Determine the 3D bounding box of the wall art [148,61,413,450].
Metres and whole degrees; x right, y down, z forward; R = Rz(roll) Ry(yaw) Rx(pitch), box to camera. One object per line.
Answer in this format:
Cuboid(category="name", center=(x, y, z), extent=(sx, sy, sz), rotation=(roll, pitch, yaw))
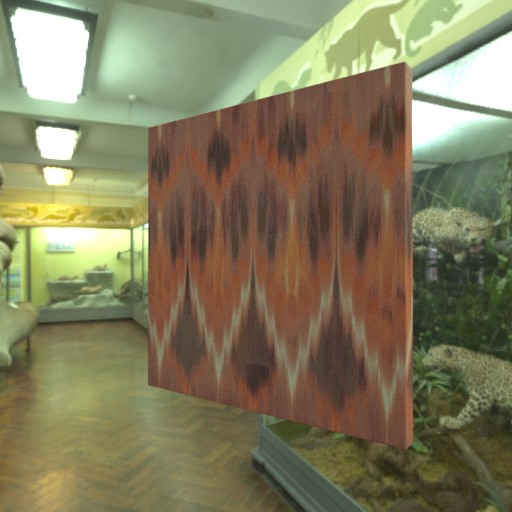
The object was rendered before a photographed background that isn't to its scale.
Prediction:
Cuboid(category="wall art", center=(0.000, 0.000, 0.883), extent=(0.603, 0.609, 0.037), rotation=(0, 0, 36))
